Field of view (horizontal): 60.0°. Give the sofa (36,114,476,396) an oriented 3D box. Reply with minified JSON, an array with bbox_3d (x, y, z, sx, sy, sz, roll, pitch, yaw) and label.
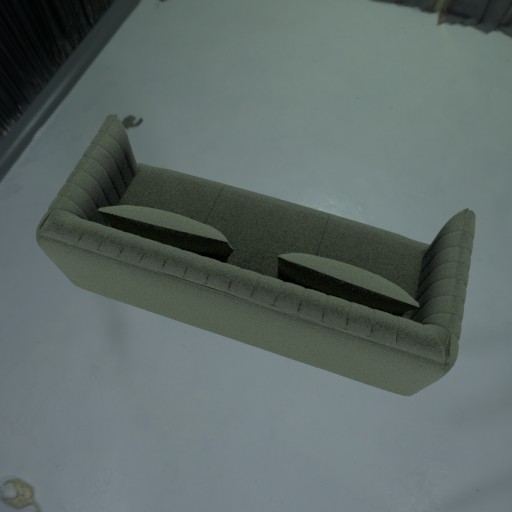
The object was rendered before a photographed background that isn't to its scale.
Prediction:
[{"bbox_3d":[0.000,0.000,2.528,2.137,0.793,0.896,17,64,8],"label":"sofa"}]
